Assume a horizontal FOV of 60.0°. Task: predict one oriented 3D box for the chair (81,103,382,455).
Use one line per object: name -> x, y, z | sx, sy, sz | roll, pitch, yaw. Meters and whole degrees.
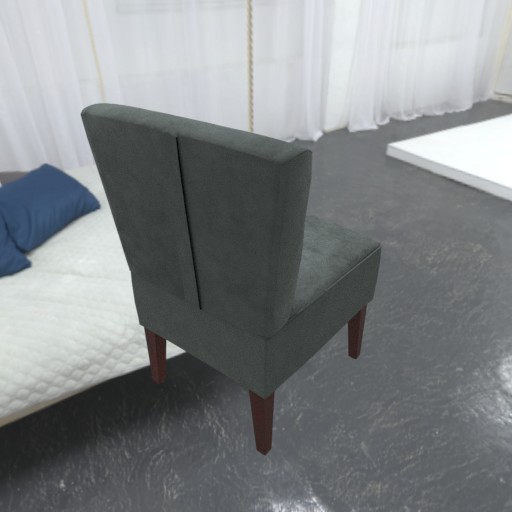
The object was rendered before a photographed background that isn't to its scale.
chair -> 0.000, 0.000, 1.163 | 0.521, 0.806, 0.554 | 22, 38, 31
